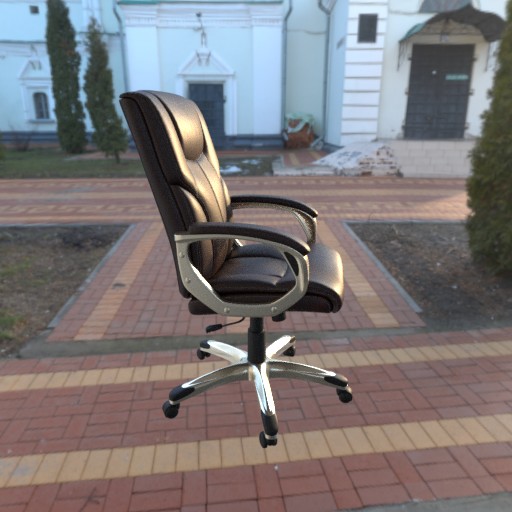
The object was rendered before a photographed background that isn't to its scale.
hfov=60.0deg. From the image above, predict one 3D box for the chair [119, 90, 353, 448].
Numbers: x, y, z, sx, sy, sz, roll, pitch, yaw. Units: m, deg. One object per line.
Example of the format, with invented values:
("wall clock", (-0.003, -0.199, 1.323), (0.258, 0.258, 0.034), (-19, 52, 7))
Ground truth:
("chair", (0.000, 0.000, 1.579), (0.739, 1.107, 0.662), (3, 17, 10))
